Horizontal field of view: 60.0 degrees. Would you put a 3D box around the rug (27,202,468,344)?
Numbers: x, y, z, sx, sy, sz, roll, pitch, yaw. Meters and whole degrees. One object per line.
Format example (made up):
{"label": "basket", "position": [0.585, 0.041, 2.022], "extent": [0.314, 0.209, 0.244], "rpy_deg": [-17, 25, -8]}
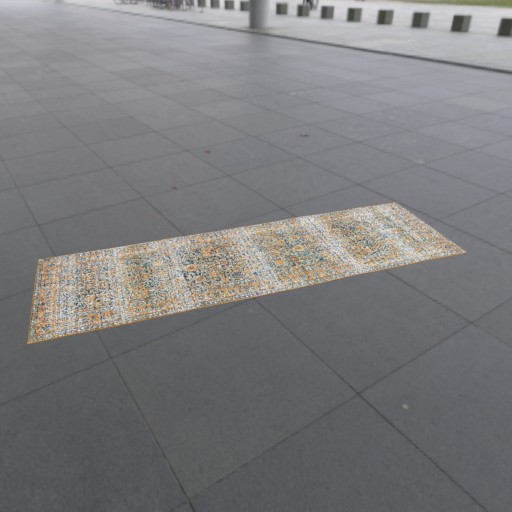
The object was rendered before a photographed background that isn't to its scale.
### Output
{"label": "rug", "position": [0.000, 0.000, 2.471], "extent": [2.294, 0.014, 0.704], "rpy_deg": [-10, 33, -16]}
